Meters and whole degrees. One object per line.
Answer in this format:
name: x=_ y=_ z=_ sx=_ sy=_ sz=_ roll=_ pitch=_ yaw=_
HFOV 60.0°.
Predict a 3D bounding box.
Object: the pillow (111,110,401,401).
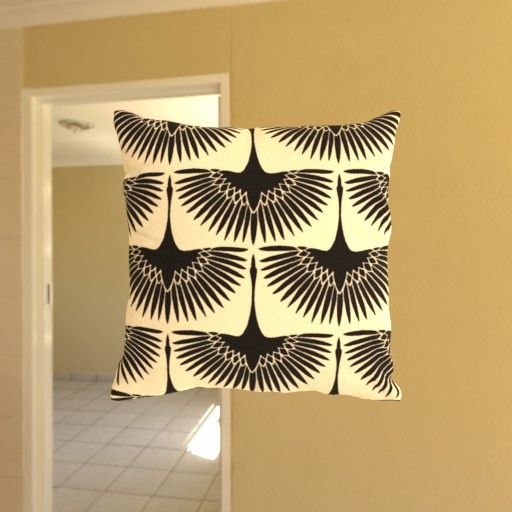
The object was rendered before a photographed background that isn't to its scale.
pillow: x=0.000 y=0.000 z=0.661 sx=0.432 sy=0.432 sz=0.139 roll=0 pitch=0 yaw=0
